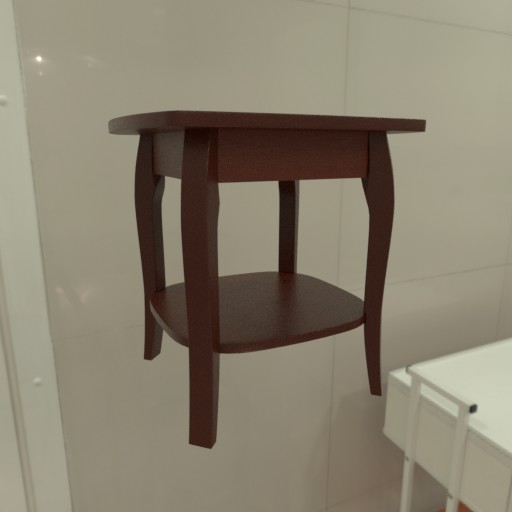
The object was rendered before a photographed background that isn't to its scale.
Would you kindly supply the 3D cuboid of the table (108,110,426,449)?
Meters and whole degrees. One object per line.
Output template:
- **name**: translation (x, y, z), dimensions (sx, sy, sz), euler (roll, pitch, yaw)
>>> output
- **table**: translation (0.000, 0.000, 0.859), dimensions (0.502, 0.496, 0.433), euler (-7, 15, -25)
